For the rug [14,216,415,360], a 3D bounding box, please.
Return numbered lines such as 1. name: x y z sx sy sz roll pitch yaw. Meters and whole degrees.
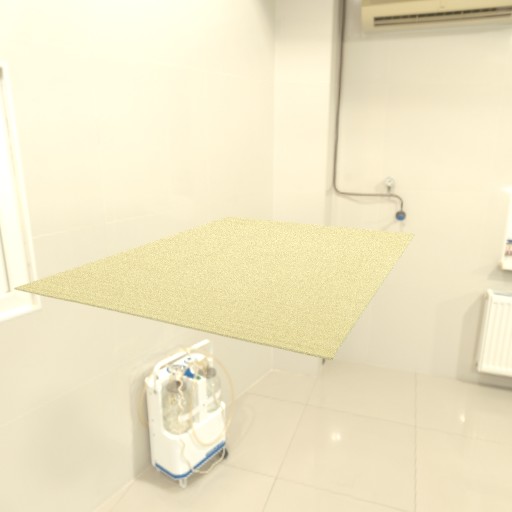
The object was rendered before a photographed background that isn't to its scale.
1. rug: 0.000 0.000 4.165 2.452 0.016 3.204 8 17 25
